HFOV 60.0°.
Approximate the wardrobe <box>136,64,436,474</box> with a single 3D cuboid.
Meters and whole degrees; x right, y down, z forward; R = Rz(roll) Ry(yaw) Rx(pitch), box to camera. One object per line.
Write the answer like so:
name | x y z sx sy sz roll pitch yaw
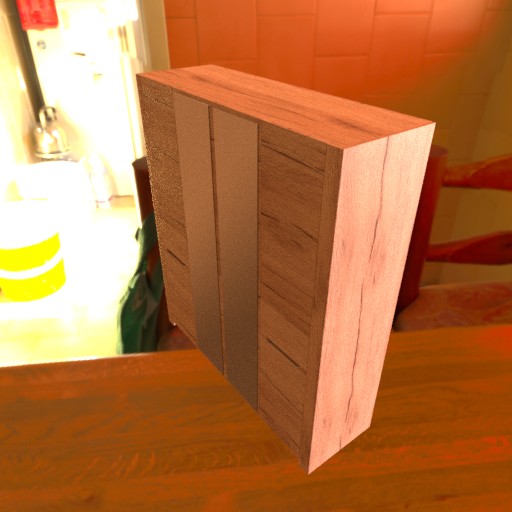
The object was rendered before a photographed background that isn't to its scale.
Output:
wardrobe | 0.000 0.000 2.932 0.580 2.070 1.810 -22 39 -31
